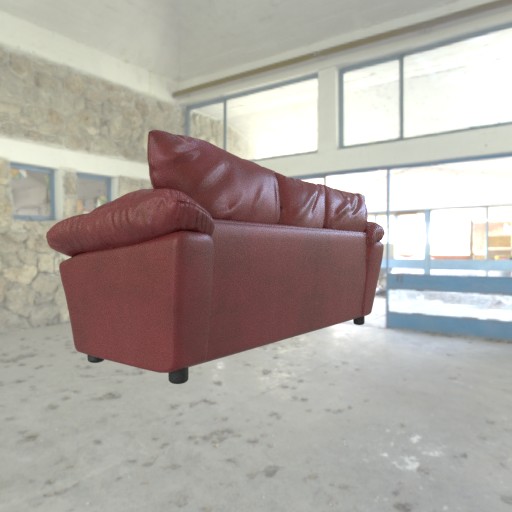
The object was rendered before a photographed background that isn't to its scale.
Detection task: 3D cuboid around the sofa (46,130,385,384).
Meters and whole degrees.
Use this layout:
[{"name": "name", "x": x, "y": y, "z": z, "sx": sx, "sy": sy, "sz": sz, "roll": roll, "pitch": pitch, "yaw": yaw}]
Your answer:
[{"name": "sofa", "x": 0.000, "y": 0.000, "z": 2.853, "sx": 0.907, "sy": 1.091, "sz": 2.390, "roll": 0, "pitch": 1, "yaw": 37}]
